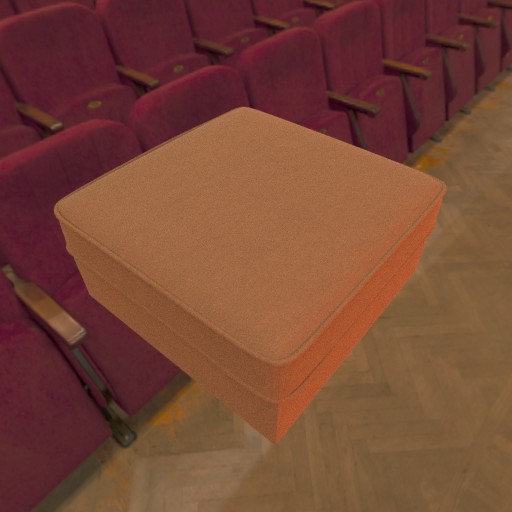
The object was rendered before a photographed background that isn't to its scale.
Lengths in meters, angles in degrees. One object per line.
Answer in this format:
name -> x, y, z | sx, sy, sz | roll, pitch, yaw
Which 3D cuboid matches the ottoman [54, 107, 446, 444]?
ottoman -> 0.000, 0.000, 1.044 | 0.613, 0.438, 0.616 | 30, 51, 28
